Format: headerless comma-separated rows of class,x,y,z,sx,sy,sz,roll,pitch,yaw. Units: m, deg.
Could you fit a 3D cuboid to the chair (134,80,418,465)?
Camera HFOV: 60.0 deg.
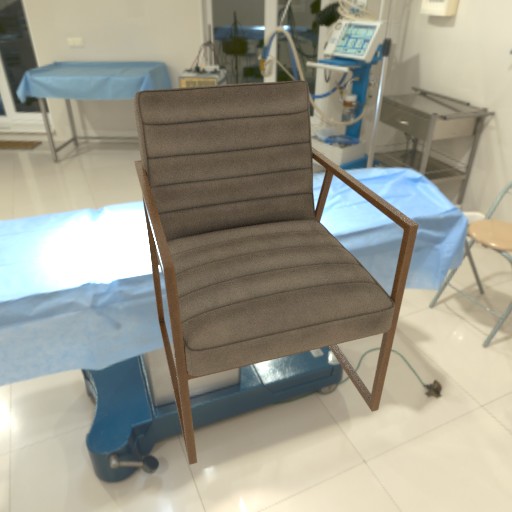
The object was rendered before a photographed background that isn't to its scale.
chair,0.000,0.000,1.286,0.578,0.843,0.682,-10,33,-15
